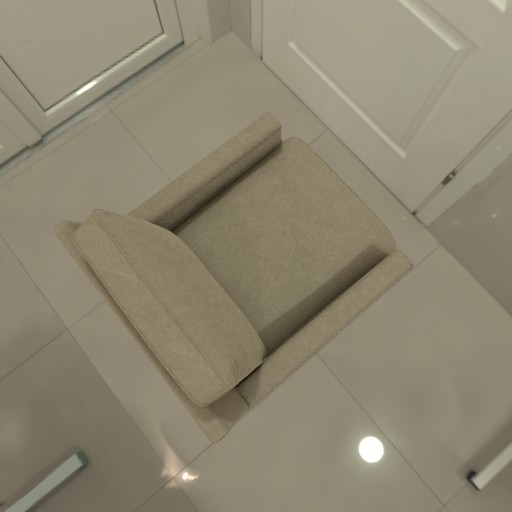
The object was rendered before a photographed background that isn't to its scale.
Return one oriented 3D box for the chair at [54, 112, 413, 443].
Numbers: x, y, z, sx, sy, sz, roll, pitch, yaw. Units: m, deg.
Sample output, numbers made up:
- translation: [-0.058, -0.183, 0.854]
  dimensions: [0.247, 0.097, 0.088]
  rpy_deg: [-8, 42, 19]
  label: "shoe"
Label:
- translation: [0.000, 0.000, 1.746]
  dimensions: [1.014, 0.943, 0.853]
  rpy_deg: [-39, 78, -9]
  label: "chair"
